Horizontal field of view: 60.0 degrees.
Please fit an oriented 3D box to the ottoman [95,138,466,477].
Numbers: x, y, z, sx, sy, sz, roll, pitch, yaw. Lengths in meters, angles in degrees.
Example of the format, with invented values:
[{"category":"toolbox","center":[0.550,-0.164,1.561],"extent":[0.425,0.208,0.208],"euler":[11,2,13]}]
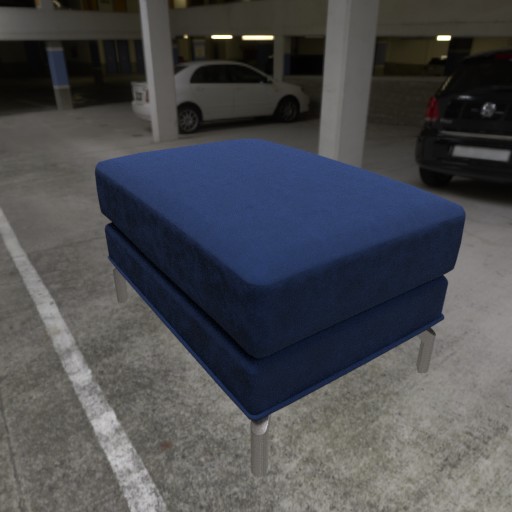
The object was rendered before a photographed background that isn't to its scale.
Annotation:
[{"category":"ottoman","center":[0.000,0.000,1.208],"extent":[0.587,0.498,0.835],"euler":[-17,31,-31]}]
